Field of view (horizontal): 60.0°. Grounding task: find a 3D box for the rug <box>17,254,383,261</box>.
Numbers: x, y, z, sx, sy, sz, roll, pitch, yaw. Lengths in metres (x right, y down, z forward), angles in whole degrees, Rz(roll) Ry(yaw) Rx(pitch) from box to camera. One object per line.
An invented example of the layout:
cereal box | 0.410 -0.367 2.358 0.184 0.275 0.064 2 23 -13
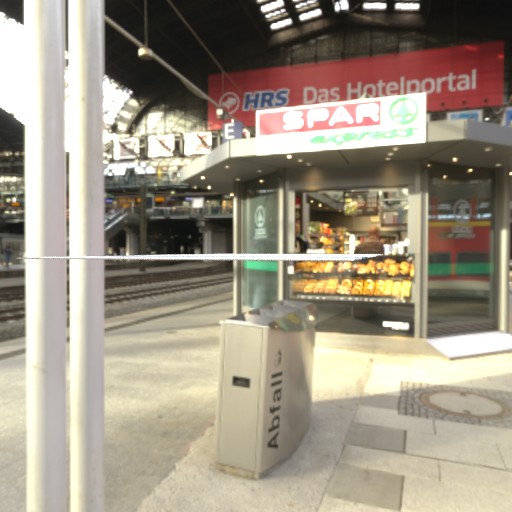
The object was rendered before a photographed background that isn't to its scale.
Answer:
rug | 0.000 0.000 2.980 1.532 0.010 2.441 0 1 19
